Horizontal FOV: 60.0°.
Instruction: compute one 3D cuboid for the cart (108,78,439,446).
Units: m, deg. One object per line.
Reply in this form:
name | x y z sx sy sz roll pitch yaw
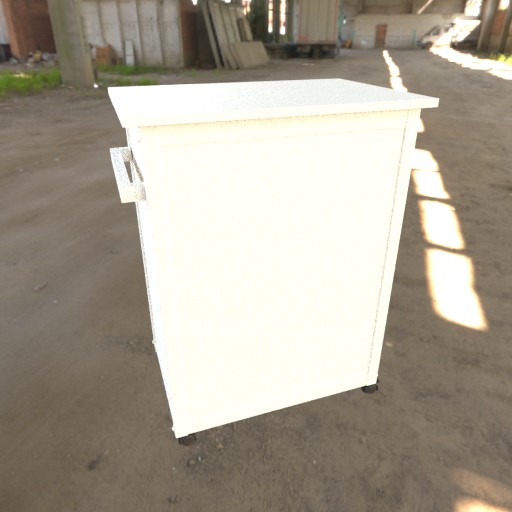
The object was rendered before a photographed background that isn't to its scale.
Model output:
cart | 0.000 0.000 1.239 0.683 0.864 0.442 -9 29 -17
